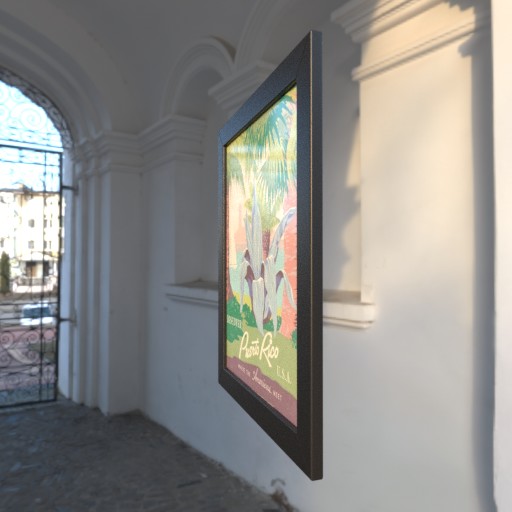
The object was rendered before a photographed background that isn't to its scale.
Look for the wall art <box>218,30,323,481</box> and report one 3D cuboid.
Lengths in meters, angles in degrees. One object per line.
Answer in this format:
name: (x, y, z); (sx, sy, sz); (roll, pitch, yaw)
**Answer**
wall art: (0.000, 0.000, 0.800); (0.018, 0.582, 0.481); (0, -1, -19)
